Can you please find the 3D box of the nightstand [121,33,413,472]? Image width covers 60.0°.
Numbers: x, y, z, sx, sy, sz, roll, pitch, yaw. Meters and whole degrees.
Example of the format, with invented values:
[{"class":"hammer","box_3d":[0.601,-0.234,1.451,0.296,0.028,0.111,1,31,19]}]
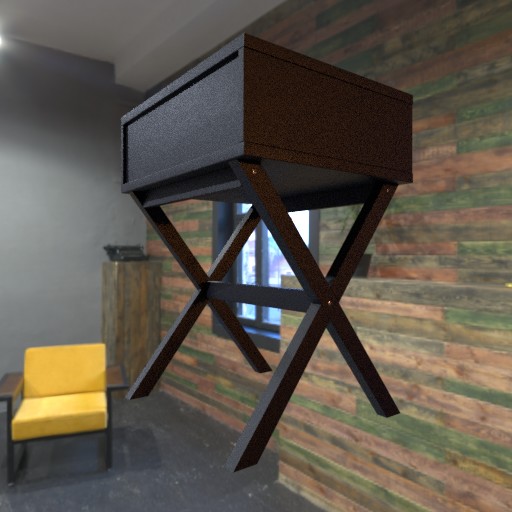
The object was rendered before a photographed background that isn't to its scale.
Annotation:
[{"class":"nightstand","box_3d":[0.000,0.000,0.928,0.402,0.623,0.479,0,0,-37]}]
